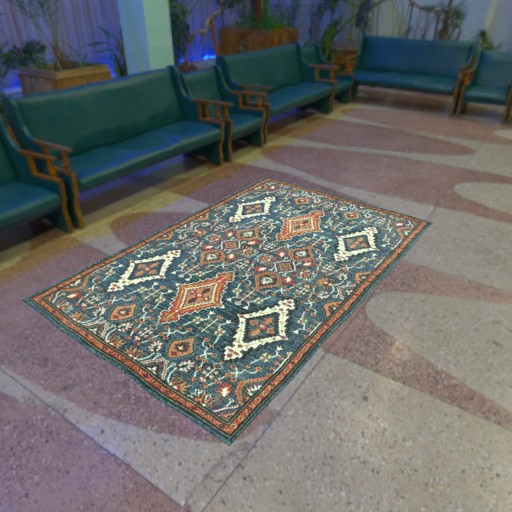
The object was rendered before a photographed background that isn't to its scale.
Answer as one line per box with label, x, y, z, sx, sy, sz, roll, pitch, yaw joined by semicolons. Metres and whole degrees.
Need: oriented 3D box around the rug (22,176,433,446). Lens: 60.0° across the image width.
rug;0.000;0.000;4.110;2.190;0.008;3.371;22;38;31
